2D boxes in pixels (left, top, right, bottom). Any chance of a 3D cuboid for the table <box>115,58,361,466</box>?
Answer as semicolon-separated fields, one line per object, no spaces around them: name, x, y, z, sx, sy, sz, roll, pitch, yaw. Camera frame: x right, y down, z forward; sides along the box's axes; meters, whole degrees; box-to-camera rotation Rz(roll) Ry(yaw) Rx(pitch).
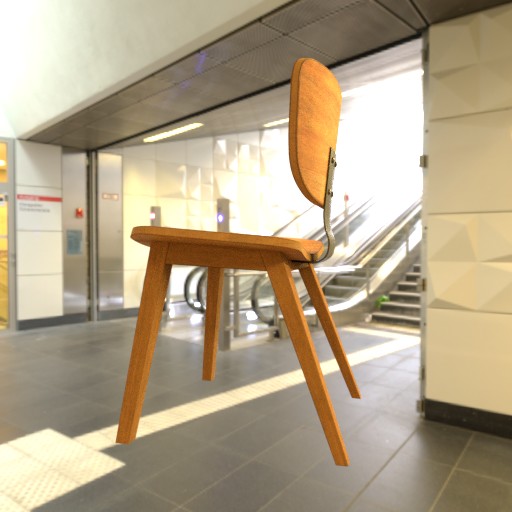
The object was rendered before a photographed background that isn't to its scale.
table;0.000;0.000;1.123;0.500;0.805;0.499;0;1;17
